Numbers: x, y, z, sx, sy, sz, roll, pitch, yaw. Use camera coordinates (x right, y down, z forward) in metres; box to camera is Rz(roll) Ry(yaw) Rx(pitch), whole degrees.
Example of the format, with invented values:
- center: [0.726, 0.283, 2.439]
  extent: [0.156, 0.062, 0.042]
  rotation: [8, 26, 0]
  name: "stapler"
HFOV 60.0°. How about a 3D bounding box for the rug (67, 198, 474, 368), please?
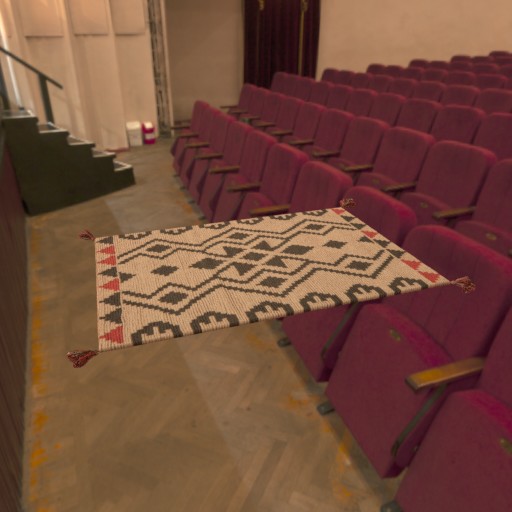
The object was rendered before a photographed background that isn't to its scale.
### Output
- center: [0.000, 0.000, 2.648]
  extent: [2.069, 0.067, 1.444]
  rotation: [-9, 28, -17]
  name: "rug"
